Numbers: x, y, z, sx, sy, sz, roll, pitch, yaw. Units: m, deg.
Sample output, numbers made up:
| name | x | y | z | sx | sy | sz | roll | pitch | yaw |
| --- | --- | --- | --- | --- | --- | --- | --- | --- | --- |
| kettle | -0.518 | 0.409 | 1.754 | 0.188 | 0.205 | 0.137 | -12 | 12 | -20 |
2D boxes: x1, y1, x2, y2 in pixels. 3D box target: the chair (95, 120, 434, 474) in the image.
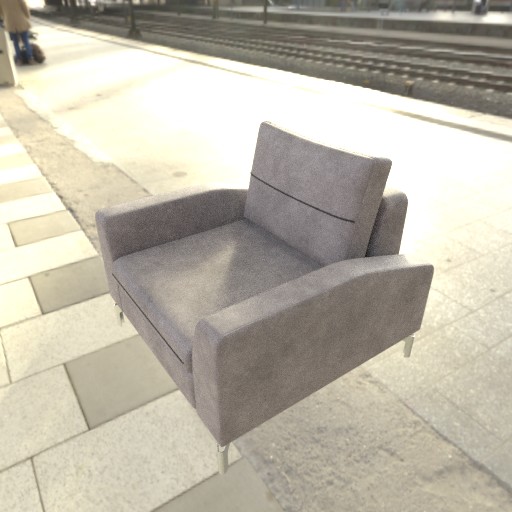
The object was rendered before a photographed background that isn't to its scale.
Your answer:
| name | x | y | z | sx | sy | sz | roll | pitch | yaw |
| --- | --- | --- | --- | --- | --- | --- | --- | --- | --- |
| chair | 0.000 | 0.000 | 1.624 | 0.900 | 0.800 | 0.900 | -20 | 36 | -30 |
